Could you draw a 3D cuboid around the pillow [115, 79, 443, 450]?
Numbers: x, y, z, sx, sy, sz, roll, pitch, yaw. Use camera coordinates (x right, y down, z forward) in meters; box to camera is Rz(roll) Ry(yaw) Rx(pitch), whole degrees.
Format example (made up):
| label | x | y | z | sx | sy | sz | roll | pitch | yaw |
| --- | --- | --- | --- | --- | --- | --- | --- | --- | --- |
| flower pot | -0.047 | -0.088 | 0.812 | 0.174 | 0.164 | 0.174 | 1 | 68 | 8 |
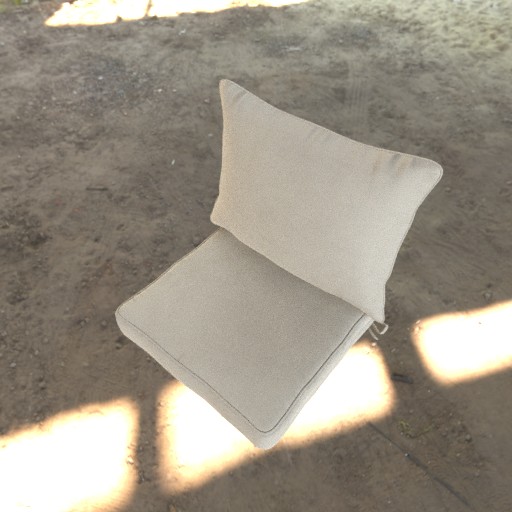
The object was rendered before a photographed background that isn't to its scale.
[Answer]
| label | x | y | z | sx | sy | sz | roll | pitch | yaw |
| --- | --- | --- | --- | --- | --- | --- | --- | --- | --- |
| pillow | 0.000 | 0.000 | 1.385 | 0.798 | 0.716 | 0.733 | 31 | 55 | 26 |
